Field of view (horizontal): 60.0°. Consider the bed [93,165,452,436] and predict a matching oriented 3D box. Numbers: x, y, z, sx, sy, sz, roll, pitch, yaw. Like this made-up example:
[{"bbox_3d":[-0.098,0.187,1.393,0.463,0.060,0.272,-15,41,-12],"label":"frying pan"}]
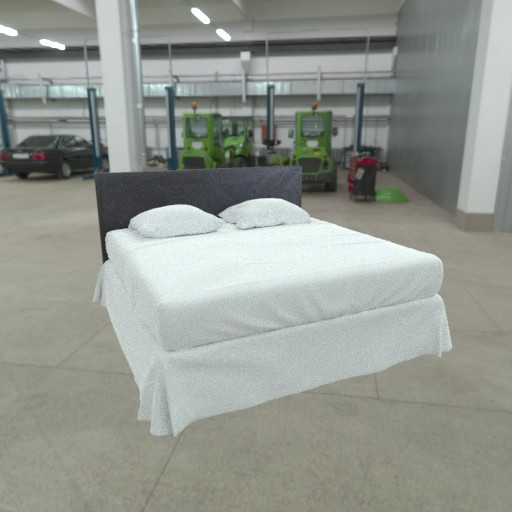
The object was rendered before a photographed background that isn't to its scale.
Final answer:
[{"bbox_3d":[0.000,0.000,3.396,2.255,1.158,2.165,-7,17,-25],"label":"bed"}]
